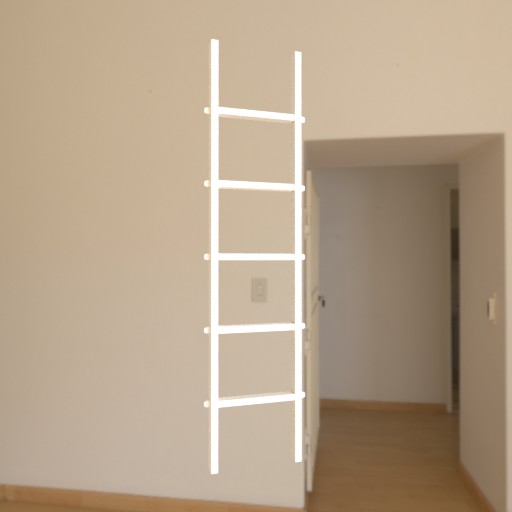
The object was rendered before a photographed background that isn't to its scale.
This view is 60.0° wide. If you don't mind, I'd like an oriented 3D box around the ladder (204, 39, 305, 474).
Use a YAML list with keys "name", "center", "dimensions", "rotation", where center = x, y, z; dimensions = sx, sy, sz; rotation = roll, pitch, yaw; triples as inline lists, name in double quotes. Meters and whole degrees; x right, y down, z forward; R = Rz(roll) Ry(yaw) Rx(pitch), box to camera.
- name: "ladder"
  center: [0.000, 0.000, 1.912]
  dimensions: [0.452, 1.797, 0.051]
  rotation: [0, 0, -17]
